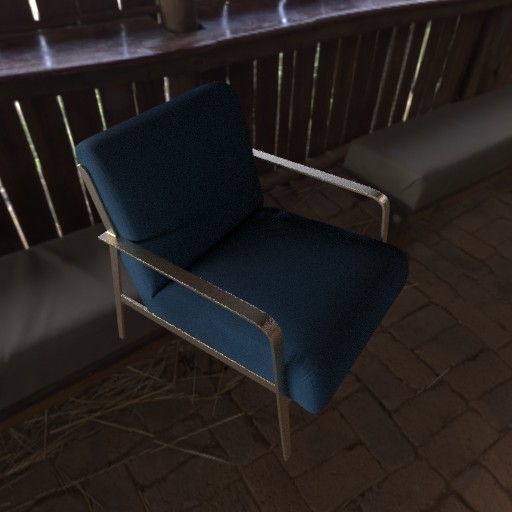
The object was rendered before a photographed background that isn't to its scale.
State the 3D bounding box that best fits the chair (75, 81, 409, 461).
[{"bbox_3d":[0.000,0.000,1.456,0.859,0.831,0.692,25,47,26],"label":"chair"}]
